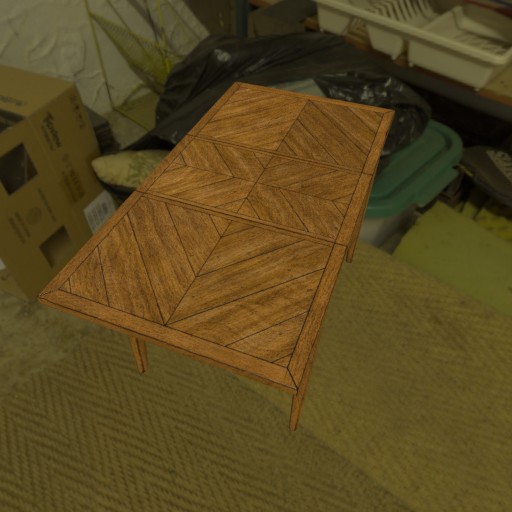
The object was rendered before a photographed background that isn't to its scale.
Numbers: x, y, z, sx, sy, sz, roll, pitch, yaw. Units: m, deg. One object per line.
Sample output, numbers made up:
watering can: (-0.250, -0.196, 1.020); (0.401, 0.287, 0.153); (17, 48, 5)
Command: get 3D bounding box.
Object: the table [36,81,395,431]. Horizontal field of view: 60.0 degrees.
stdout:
table: (0.000, 0.000, 1.853); (0.757, 0.760, 1.400); (16, 49, 14)
